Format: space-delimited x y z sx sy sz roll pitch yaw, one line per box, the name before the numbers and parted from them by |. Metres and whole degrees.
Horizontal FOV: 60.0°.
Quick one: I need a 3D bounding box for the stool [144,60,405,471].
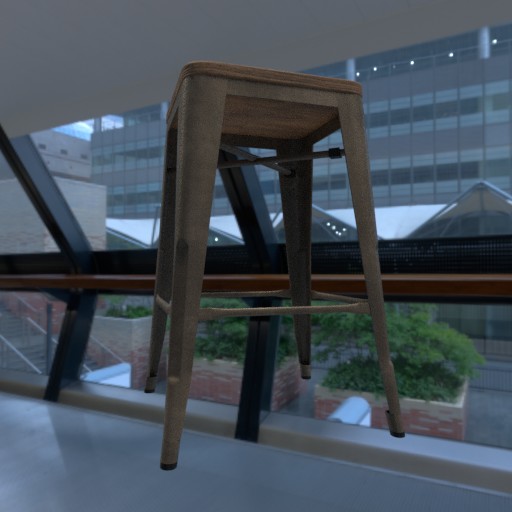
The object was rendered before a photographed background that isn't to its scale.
stool | 0.000 0.000 0.877 0.407 0.607 0.407 0 -1 -17
